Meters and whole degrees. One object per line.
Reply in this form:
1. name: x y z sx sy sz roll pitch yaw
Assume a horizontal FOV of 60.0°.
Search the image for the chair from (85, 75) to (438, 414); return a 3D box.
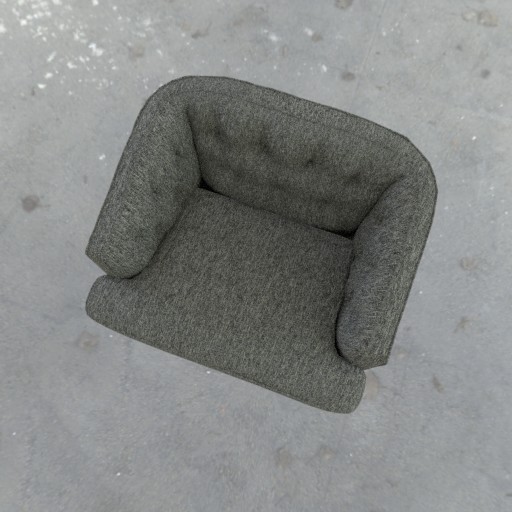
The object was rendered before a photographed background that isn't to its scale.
1. chair: 0.000 0.000 1.777 1.104 0.852 0.941 19 75 5
